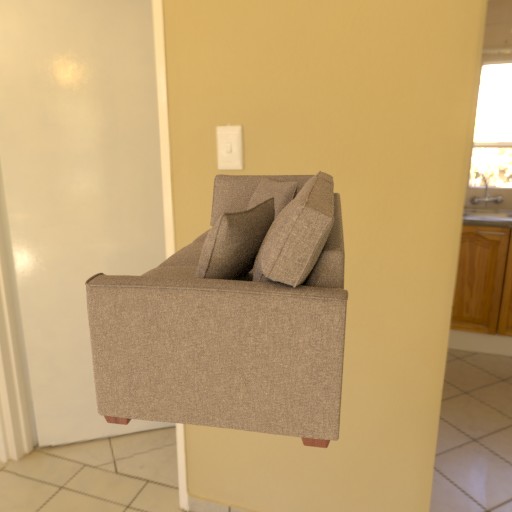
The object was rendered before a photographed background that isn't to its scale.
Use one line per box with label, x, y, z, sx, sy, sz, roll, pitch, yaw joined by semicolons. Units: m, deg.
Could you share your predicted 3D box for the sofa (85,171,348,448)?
sofa;0.000;0.000;2.767;1.061;0.962;2.317;2;14;10
